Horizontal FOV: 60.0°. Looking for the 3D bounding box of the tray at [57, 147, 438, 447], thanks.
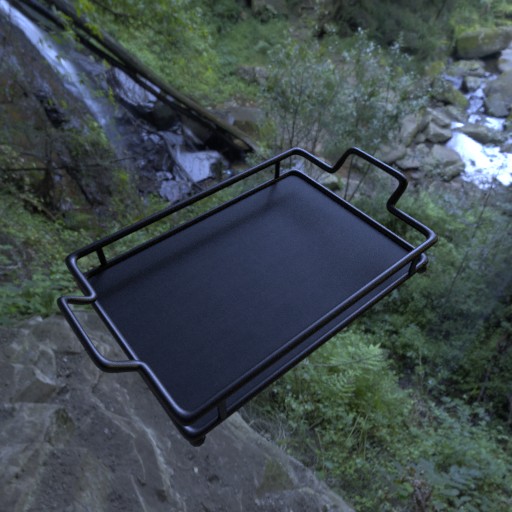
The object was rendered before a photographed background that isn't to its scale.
[{"bbox_3d":[0.000,0.000,0.609,0.495,0.101,0.297,-31,54,-26],"label":"tray"}]
